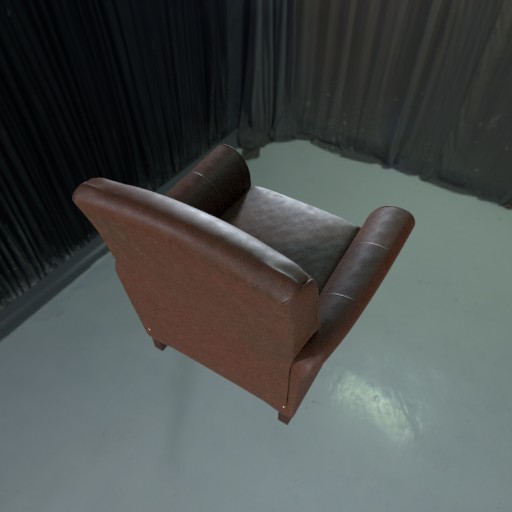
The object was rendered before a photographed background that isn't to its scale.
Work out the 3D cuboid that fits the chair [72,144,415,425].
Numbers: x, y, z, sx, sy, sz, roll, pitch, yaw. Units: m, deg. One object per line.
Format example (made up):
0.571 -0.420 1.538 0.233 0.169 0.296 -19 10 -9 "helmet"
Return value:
0.000 0.000 1.760 0.978 1.061 0.902 24 52 20 "chair"
